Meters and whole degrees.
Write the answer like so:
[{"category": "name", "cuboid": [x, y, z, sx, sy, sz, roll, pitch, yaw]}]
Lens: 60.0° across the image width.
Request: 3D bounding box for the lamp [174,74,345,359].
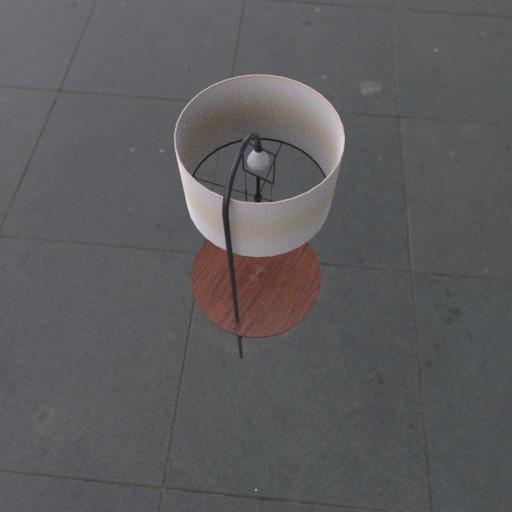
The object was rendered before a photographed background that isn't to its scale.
[{"category": "lamp", "cuboid": [0.000, 0.000, 1.806, 0.573, 1.517, 0.573, 0, 62, 0]}]
